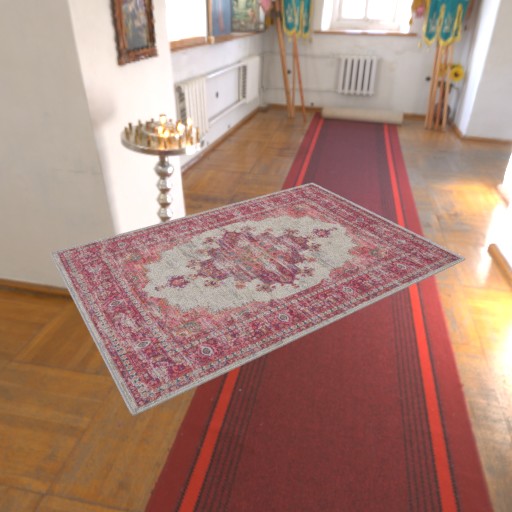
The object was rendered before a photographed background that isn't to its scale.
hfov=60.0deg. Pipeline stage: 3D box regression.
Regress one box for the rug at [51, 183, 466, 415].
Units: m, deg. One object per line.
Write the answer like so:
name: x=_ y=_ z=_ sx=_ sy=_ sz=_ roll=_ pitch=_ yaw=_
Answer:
rug: x=0.000 y=0.000 z=2.892 sx=2.232 sy=0.011 sz=1.555 roll=-19 pitch=36 yaw=-28
